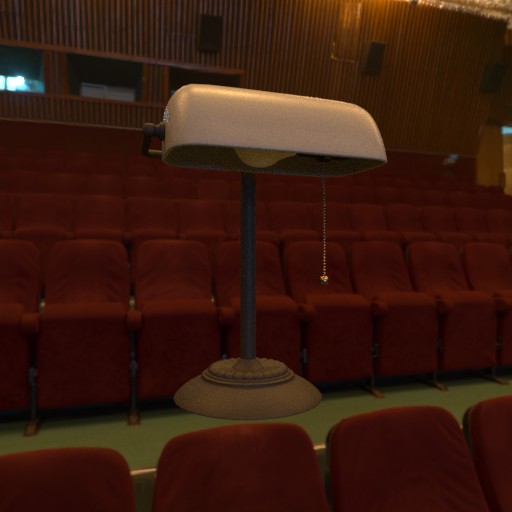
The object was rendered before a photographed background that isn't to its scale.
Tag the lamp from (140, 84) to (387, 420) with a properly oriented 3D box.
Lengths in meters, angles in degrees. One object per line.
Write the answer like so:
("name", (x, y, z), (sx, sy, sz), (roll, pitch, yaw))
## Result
("lamp", (0.000, 0.000, 0.515), (0.264, 0.339, 0.243), (0, -1, -18))
